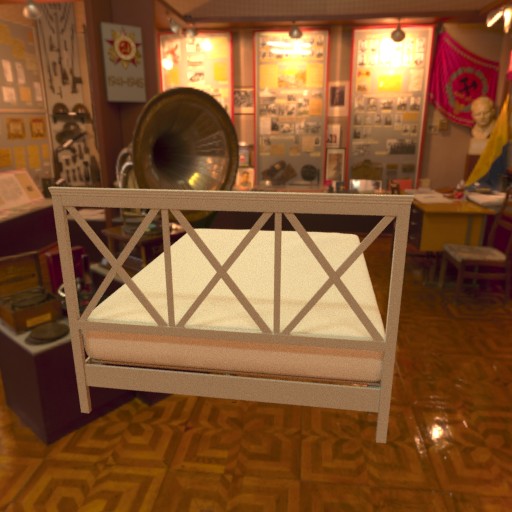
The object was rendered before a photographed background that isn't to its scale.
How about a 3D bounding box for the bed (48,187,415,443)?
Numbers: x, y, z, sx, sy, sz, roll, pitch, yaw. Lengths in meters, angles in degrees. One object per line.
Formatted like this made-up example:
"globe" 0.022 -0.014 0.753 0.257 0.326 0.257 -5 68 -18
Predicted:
"bed" 0.000 0.000 3.173 1.673 1.253 2.135 3 17 8
